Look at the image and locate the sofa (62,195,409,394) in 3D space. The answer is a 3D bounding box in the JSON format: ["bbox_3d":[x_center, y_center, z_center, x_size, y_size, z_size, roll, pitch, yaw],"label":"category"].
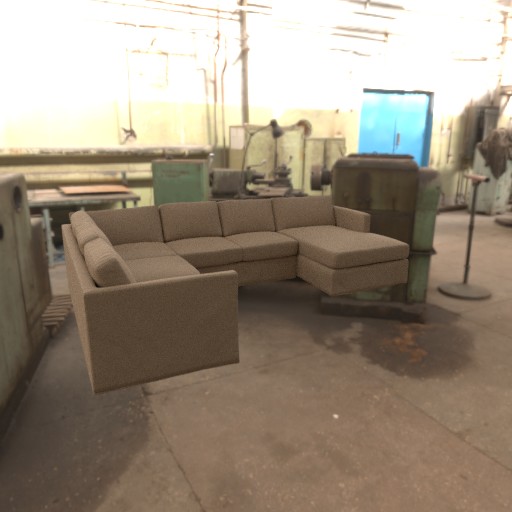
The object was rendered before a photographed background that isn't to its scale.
[{"bbox_3d":[0.000,0.000,4.469,3.460,0.882,2.427,-7,17,-25],"label":"sofa"}]
